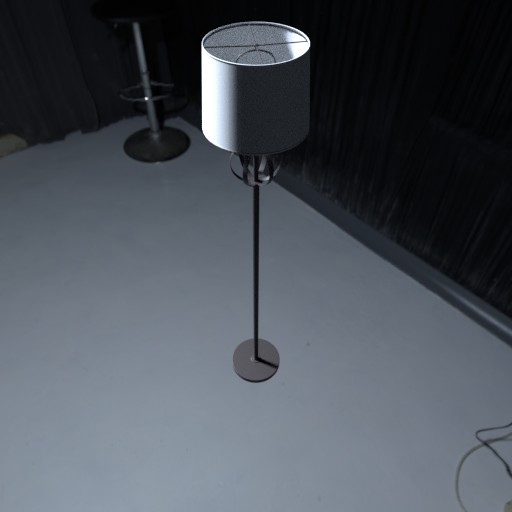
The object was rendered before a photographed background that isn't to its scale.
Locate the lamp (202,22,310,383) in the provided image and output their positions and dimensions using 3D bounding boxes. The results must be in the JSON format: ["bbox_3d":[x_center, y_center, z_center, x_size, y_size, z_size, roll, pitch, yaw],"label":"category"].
[{"bbox_3d":[0.000,0.000,1.567,0.286,1.462,0.286,-30,54,-25],"label":"lamp"}]
